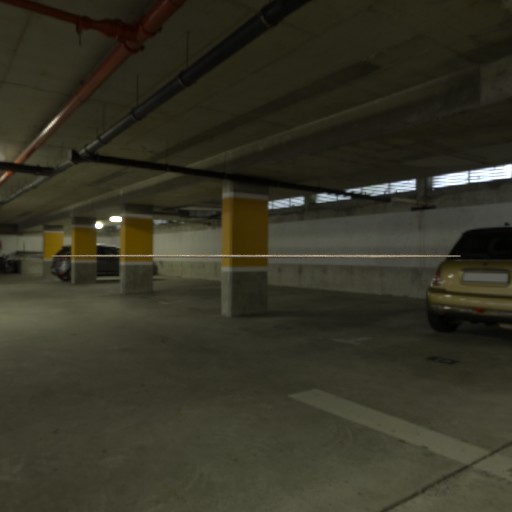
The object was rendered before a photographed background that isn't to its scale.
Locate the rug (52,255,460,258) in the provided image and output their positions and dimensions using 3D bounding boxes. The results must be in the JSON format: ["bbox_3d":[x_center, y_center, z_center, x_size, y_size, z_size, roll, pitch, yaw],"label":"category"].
[{"bbox_3d":[0.000,0.000,4.396,3.294,0.018,2.382,0,0,36],"label":"rug"}]
